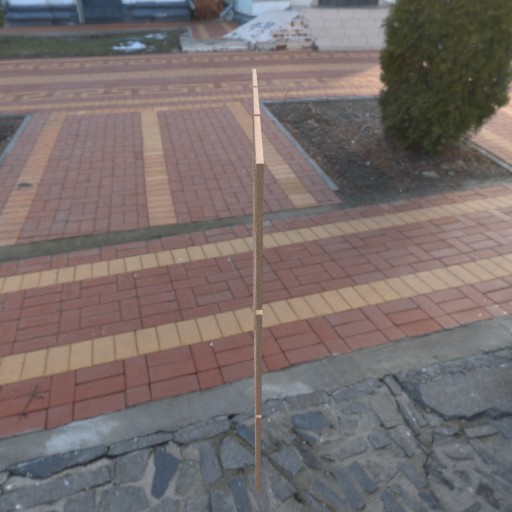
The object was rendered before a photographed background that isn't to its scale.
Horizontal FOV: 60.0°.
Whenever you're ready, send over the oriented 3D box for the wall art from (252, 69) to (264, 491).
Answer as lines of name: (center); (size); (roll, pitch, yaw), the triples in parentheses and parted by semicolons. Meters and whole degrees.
wall art: (0.000, 0.000, 1.771); (0.016, 1.207, 1.217); (0, 32, -1)
